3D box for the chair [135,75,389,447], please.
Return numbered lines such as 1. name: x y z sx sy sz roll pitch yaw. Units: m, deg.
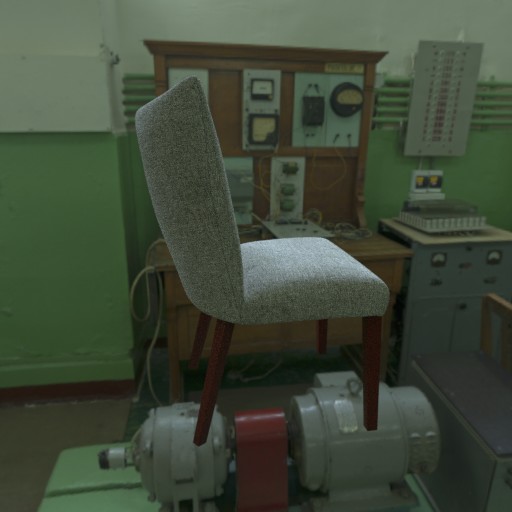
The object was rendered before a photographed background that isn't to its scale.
1. chair: 0.000 0.000 1.291 0.623 0.924 0.535 -3 17 -10
